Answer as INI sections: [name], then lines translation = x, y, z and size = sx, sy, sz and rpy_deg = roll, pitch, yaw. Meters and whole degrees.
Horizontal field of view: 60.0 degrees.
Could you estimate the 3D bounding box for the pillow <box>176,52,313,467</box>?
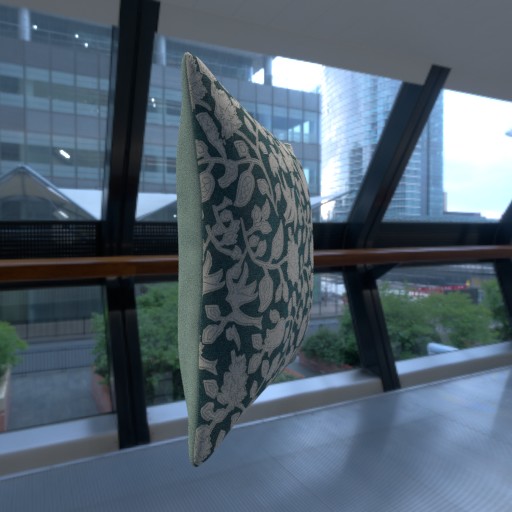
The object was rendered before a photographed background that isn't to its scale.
[pillow]
translation = 0.000, 0.000, 0.786
size = 0.166, 0.508, 0.525
rpy_deg = 0, 1, 18
